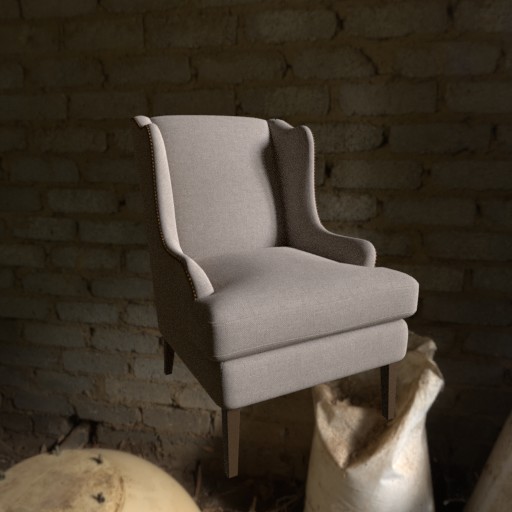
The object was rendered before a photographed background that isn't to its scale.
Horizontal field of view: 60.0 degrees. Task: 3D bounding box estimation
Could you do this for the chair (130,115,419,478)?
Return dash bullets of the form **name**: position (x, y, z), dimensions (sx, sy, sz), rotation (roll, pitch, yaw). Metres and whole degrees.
- **chair**: position (0.000, 0.000, 1.645), dimensions (0.737, 1.029, 0.940), rotation (-7, 16, -26)
